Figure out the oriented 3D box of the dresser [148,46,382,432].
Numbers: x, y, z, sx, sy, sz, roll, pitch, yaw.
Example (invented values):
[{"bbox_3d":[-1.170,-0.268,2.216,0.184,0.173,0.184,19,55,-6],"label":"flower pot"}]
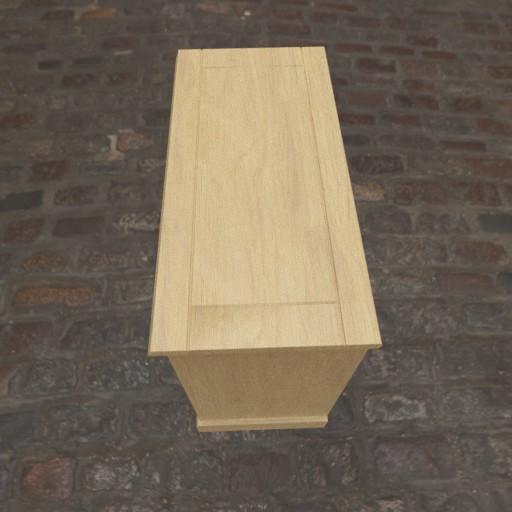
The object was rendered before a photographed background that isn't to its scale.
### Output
[{"bbox_3d":[0.000,0.000,1.412,0.440,0.835,0.915,-2,58,-1],"label":"dresser"}]
